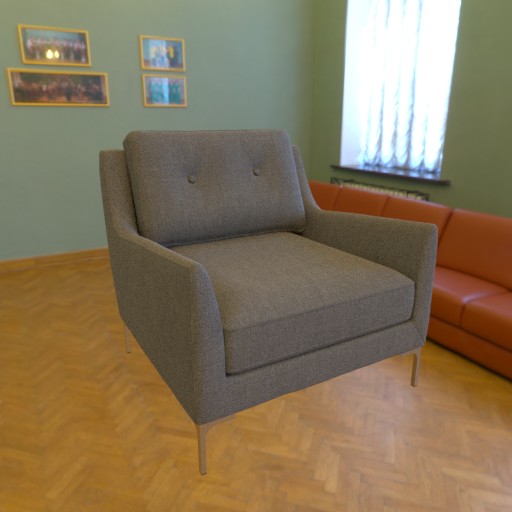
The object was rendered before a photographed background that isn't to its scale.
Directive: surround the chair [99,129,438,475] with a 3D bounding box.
[{"bbox_3d":[0.000,0.000,1.526,0.847,0.828,0.849,-10,19,-29],"label":"chair"}]
